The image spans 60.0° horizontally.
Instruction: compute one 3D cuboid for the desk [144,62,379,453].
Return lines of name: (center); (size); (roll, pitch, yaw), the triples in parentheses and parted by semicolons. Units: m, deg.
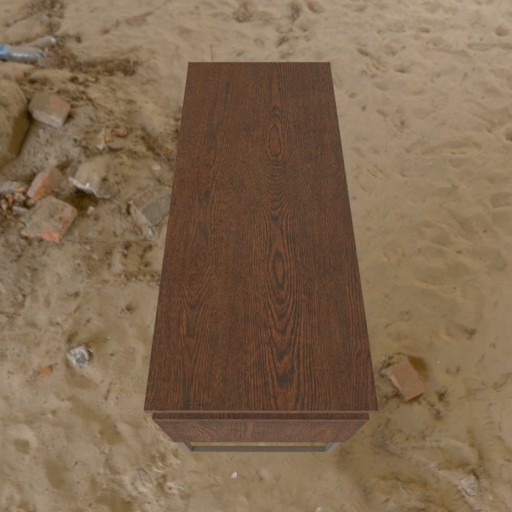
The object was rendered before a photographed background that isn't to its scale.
desk: (0.000, 0.000, 1.797); (0.610, 0.792, 1.384); (0, 59, 0)
